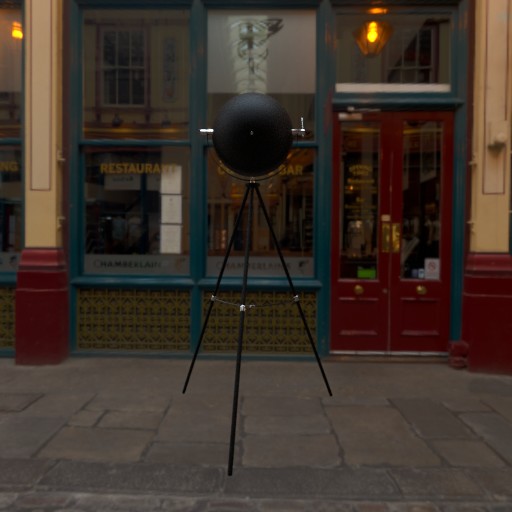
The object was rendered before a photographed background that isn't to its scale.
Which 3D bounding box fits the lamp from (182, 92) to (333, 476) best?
[{"bbox_3d":[0.000,0.000,1.973,0.817,1.512,0.920,0,0,0],"label":"lamp"}]
